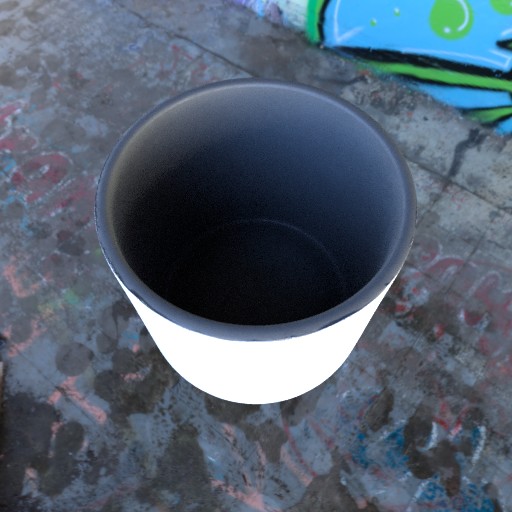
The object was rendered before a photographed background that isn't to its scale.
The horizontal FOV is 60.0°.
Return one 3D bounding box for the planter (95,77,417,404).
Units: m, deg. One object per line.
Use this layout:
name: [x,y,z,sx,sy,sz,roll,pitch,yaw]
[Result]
planter: [0.000,0.000,0.387,0.221,0.201,0.221,0,62,0]
